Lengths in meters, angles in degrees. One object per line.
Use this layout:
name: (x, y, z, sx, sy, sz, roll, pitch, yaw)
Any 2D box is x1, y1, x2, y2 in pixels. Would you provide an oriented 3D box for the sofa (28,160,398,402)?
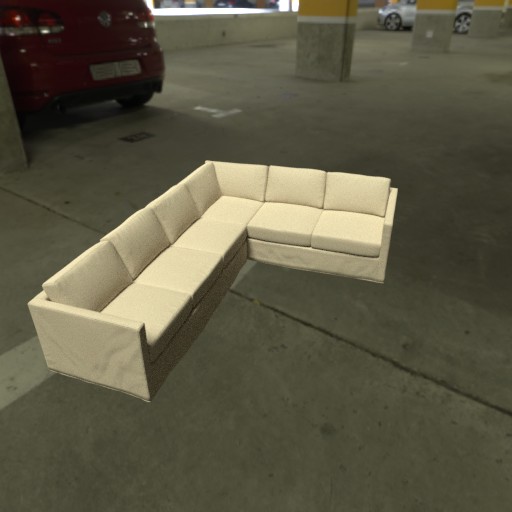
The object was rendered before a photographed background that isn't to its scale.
sofa: (0.000, 0.000, 4.277, 2.432, 0.871, 3.182, 9, 31, 16)
